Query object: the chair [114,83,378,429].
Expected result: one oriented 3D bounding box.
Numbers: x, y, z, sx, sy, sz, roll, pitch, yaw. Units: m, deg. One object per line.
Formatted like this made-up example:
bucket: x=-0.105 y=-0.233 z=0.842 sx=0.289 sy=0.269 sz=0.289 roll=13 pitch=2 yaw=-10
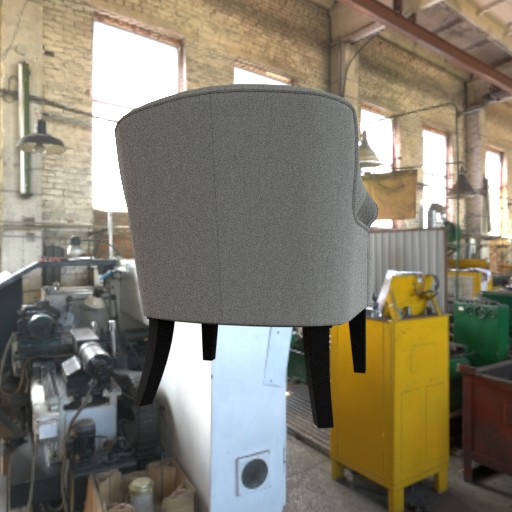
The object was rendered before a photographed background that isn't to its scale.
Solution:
chair: x=0.000 y=0.000 z=1.480 sx=0.772 sy=0.880 sz=0.755 roll=0 pitch=0 yaw=18
